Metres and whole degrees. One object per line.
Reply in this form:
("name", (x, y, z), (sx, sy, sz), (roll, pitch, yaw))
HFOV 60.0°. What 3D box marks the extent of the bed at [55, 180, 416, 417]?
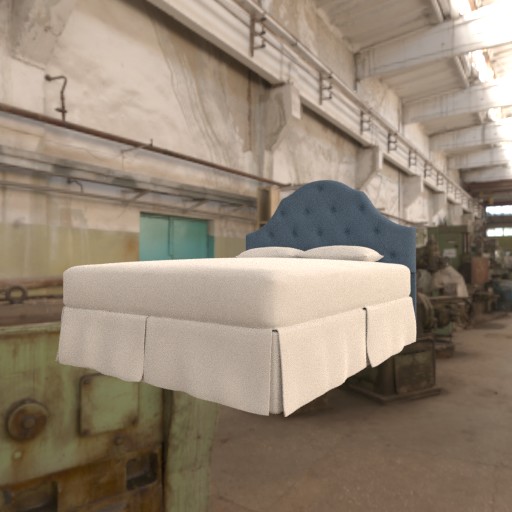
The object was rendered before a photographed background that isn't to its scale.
("bed", (0.000, 0.000, 3.733), (2.039, 1.617, 2.477), (0, 0, 35))
